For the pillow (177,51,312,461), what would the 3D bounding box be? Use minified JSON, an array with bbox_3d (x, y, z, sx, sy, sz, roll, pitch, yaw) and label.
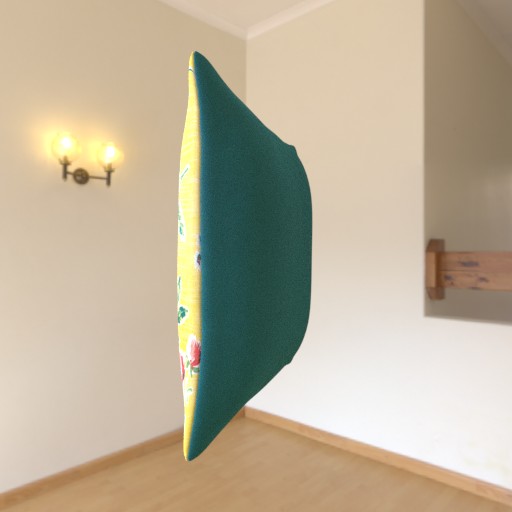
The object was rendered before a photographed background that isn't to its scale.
[{"bbox_3d":[0.000,0.000,0.793,0.166,0.508,0.525,0,1,18],"label":"pillow"}]
